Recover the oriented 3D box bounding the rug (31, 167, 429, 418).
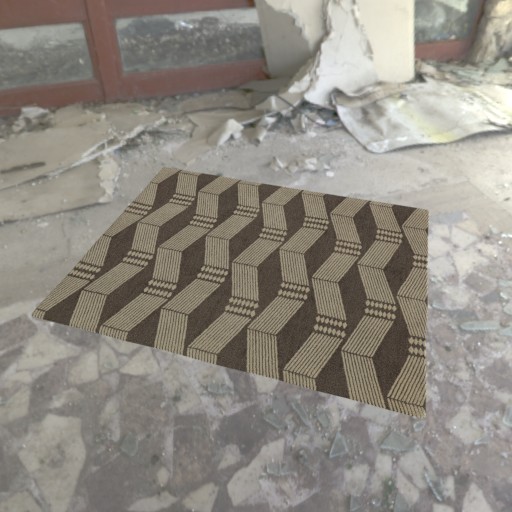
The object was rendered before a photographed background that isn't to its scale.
[{"bbox_3d":[0.000,0.000,4.091,3.048,0.016,2.438,11,43,13],"label":"rug"}]
